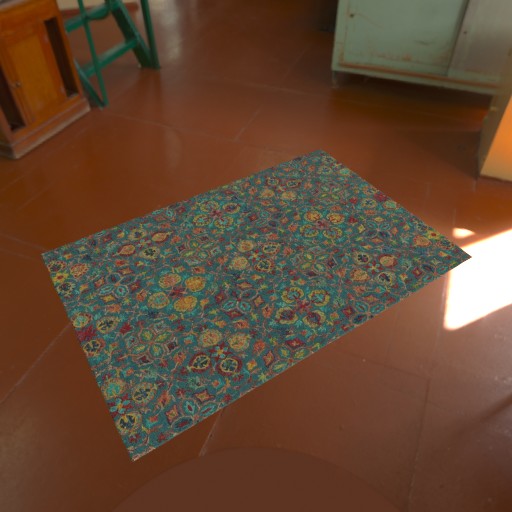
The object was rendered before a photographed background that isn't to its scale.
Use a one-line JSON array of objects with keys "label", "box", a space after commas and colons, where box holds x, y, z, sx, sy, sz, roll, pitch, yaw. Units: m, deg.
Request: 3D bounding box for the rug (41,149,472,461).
[{"label": "rug", "box": [0.000, 0.000, 2.818, 2.290, 0.016, 1.527, -25, 50, -23]}]
